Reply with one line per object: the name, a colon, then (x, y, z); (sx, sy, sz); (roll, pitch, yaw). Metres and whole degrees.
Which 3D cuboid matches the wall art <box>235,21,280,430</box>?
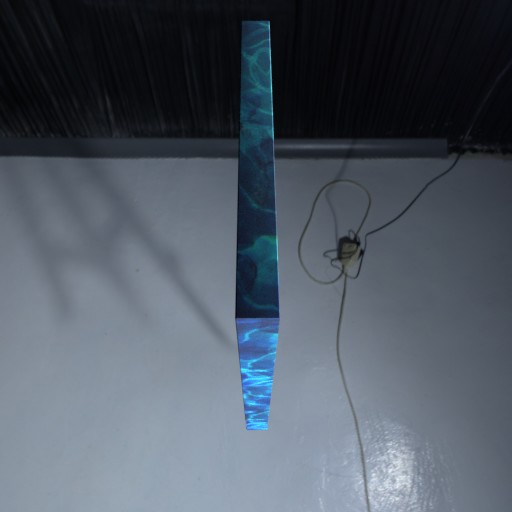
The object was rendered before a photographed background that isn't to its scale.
wall art: (0.000, 0.000, 0.701); (0.038, 0.508, 0.432); (0, 59, 0)
